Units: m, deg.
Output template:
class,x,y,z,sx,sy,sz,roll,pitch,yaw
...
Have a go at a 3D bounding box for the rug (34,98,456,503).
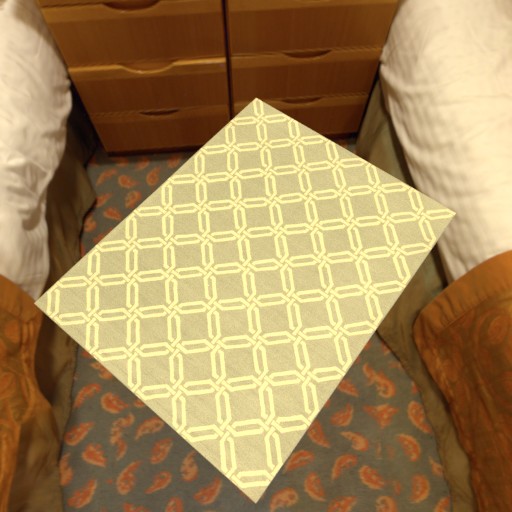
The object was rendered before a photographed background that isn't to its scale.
class,x,y,z,sx,sy,sz,roll,pitch,yaw
rug,0.000,0.000,3.773,2.288,0.018,2.895,35,68,16
